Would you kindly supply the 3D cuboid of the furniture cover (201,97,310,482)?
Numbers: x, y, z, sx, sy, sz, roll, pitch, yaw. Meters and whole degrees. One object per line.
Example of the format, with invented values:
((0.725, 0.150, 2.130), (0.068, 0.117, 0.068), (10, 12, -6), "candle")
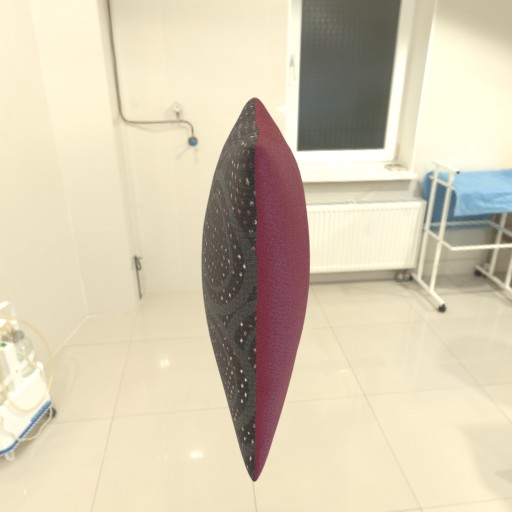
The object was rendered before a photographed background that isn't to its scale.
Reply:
((0.000, 0.000, 0.817), (0.193, 0.509, 0.552), (0, 25, 0), "furniture cover")
